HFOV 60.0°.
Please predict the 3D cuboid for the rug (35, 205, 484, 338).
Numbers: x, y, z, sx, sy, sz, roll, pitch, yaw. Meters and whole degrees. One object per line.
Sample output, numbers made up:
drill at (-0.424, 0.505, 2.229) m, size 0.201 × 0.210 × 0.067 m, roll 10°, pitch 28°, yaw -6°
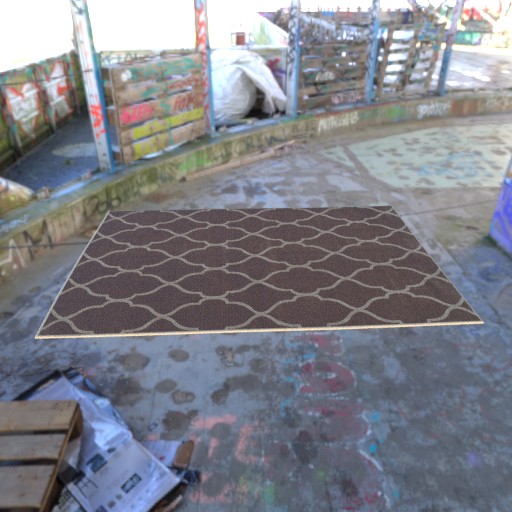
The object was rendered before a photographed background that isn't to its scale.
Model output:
rug at (0.000, 0.000, 2.899) m, size 2.294 × 0.014 × 1.528 m, roll -1°, pitch 30°, yaw -3°
